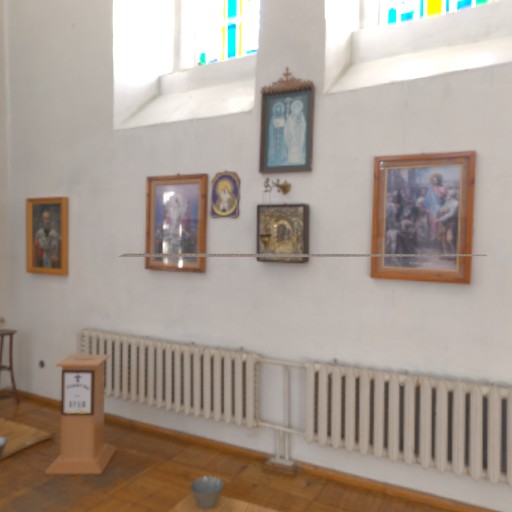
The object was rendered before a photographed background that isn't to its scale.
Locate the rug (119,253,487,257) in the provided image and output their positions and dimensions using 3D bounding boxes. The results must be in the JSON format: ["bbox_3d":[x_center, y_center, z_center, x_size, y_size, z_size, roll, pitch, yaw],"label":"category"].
[{"bbox_3d":[0.000,0.000,4.178,2.451,0.011,3.072,0,0,-17],"label":"rug"}]
